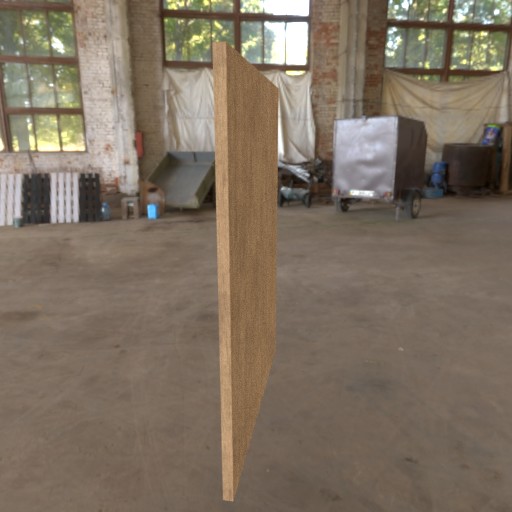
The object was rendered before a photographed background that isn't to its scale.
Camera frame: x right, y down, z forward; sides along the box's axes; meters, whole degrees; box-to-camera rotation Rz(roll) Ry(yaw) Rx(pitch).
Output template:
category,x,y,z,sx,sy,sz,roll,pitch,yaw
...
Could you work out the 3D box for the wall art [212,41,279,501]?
category,x,y,z,sx,sy,sz,roll,pitch,yaw
wall art,0.000,0.000,0.889,0.018,0.686,0.534,3,15,9
